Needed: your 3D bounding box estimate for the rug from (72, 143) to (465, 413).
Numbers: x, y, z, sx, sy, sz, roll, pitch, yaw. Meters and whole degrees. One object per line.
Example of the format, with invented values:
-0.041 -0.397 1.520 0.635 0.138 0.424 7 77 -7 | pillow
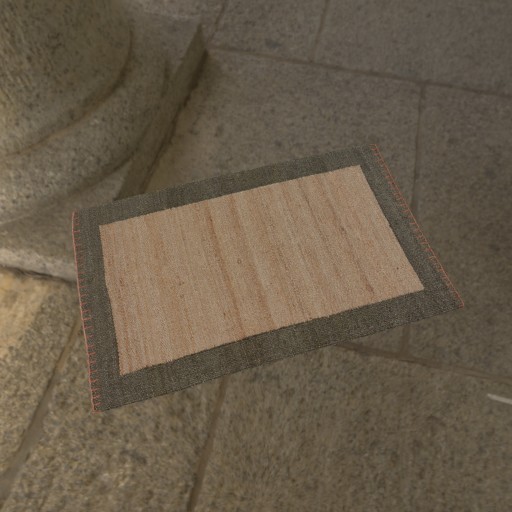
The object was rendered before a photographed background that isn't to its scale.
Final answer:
0.000 0.000 3.091 2.435 0.006 1.521 -14 62 -8 | rug
